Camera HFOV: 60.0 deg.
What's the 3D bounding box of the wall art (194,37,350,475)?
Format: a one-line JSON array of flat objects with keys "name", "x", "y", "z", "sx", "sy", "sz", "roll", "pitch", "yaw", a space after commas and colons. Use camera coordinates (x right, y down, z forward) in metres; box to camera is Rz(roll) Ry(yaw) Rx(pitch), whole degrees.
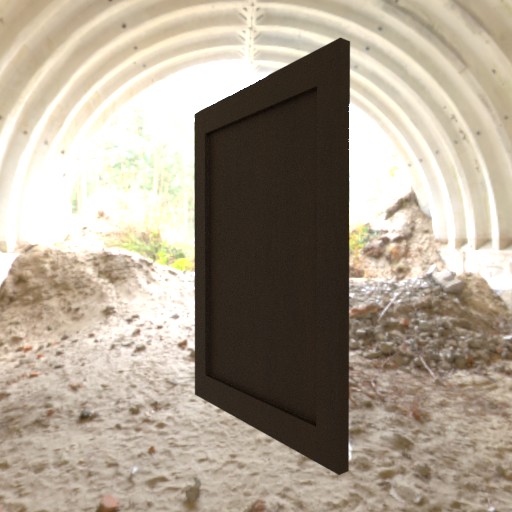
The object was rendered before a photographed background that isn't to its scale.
[{"name": "wall art", "x": 0.000, "y": 0.000, "z": 0.670, "sx": 0.017, "sy": 0.513, "sz": 0.359, "roll": -1, "pitch": 1, "yaw": -36}]
